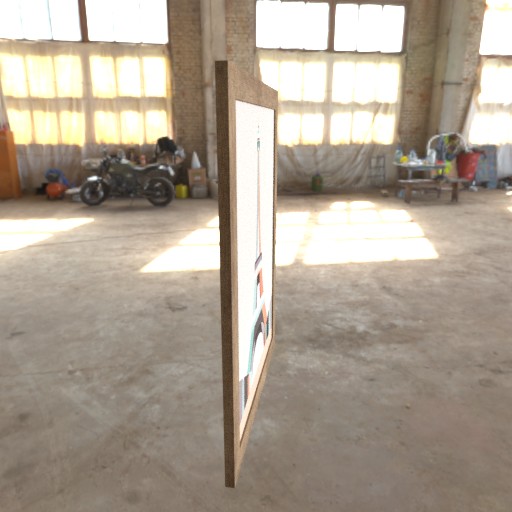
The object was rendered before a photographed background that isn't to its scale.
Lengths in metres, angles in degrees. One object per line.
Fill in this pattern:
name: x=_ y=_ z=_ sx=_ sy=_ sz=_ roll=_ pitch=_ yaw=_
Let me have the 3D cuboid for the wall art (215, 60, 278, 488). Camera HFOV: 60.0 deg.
wall art: x=0.000 y=0.000 z=0.927 sx=0.018 sy=0.686 sz=0.534 roll=3 pitch=17 yaw=9
